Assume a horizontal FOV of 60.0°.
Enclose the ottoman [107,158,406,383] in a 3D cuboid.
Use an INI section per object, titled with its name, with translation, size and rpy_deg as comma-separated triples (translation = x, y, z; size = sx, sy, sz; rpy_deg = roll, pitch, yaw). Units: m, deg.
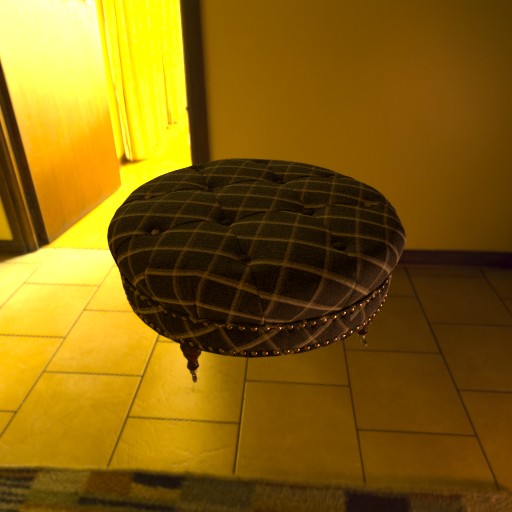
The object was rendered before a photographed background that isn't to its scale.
[ottoman]
translation = 0.000, 0.000, 1.447
size = 0.901, 0.439, 0.901
rpy_deg = 0, 30, 0
